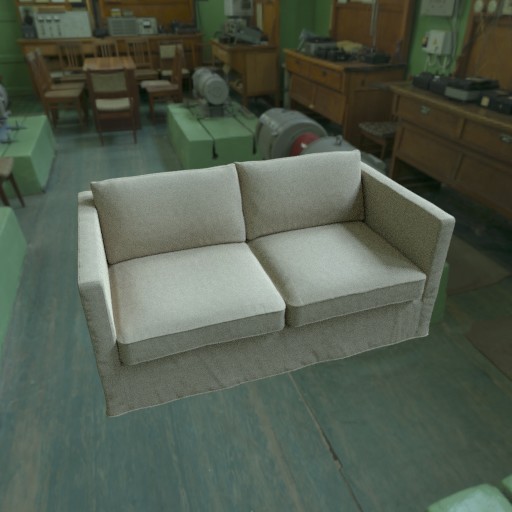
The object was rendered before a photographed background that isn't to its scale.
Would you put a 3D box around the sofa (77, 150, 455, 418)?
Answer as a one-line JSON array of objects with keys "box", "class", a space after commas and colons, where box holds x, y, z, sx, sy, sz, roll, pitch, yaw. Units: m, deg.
[{"box": [0.000, 0.000, 2.351, 1.719, 0.835, 0.962, -10, 32, -16], "class": "sofa"}]
